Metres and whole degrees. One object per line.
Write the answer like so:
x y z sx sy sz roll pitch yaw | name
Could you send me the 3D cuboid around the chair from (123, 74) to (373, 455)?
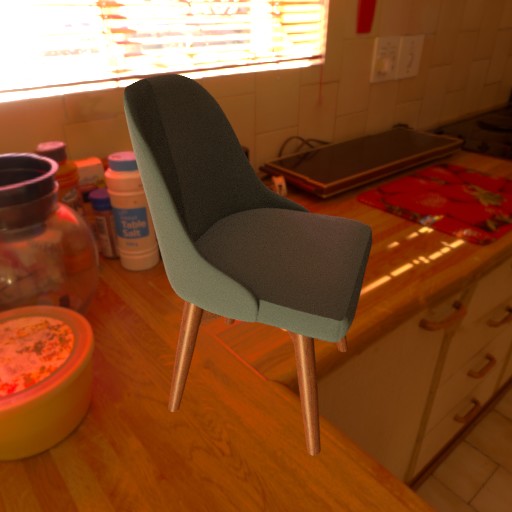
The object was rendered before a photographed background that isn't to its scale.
0.000 0.000 1.213 0.589 0.882 0.503 10 32 17 | chair
